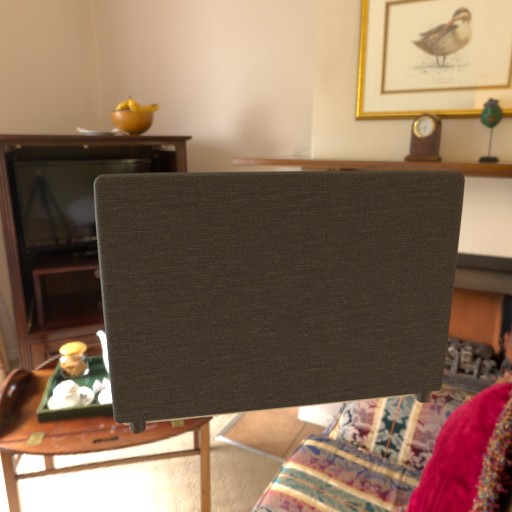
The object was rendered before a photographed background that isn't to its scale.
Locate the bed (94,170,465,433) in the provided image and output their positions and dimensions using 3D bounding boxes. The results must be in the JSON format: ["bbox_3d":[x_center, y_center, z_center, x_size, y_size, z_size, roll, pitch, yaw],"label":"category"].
[{"bbox_3d":[0.000,0.000,3.248,1.884,1.330,2.142,-2,14,-10],"label":"bed"}]
